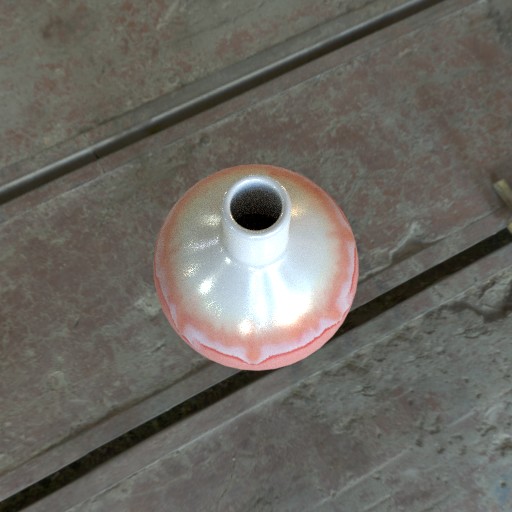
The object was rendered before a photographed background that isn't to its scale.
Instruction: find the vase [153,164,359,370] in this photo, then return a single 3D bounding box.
[{"bbox_3d":[0.000,0.000,0.273,0.137,0.176,0.137,0,76,0],"label":"vase"}]
